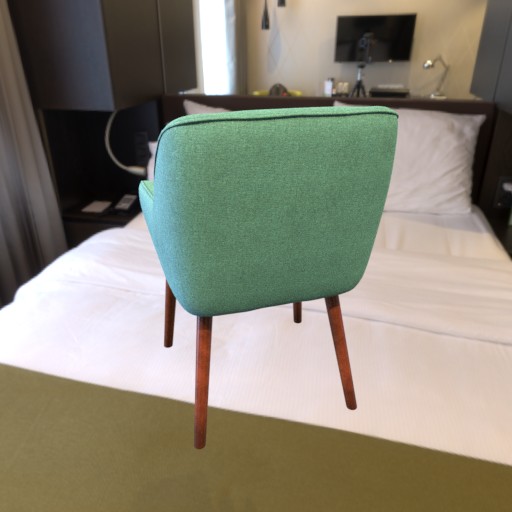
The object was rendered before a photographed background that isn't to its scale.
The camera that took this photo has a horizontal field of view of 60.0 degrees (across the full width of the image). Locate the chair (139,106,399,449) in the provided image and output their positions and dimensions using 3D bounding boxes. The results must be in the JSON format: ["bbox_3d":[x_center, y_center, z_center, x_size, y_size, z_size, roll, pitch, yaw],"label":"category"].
[{"bbox_3d":[0.000,0.000,1.177,0.543,0.803,0.519,-8,27,-16],"label":"chair"}]
